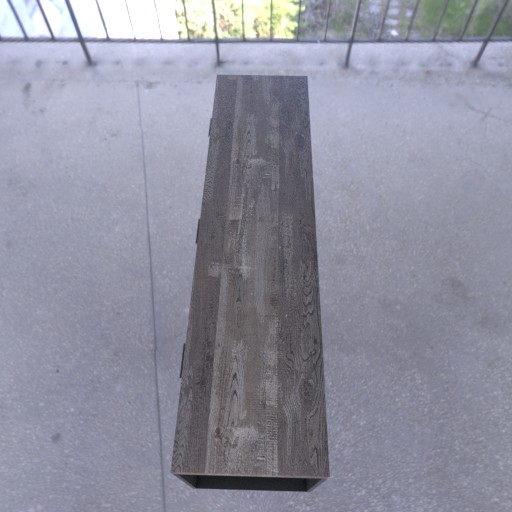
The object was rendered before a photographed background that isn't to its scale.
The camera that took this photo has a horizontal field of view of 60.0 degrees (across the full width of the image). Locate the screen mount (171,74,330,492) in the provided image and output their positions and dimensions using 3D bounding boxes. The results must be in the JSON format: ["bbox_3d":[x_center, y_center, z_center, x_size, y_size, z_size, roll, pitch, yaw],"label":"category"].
[{"bbox_3d":[0.000,0.000,1.661,0.395,0.450,1.524,1,58,1],"label":"screen mount"}]
